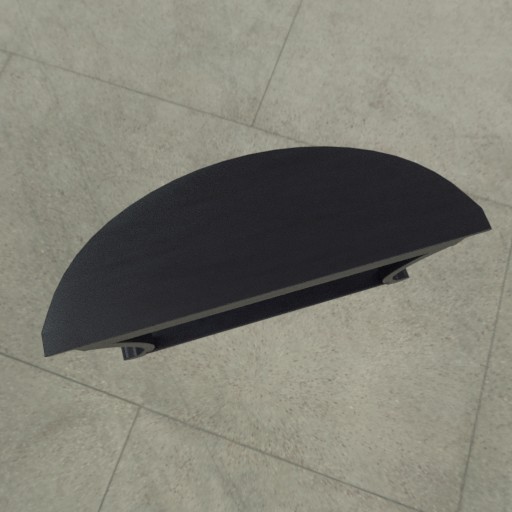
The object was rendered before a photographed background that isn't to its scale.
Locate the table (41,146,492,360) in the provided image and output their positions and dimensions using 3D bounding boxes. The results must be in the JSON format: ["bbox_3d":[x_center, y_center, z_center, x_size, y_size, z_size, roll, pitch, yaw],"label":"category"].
[{"bbox_3d":[0.000,0.000,1.519,1.198,0.692,0.394,-16,75,-4],"label":"table"}]
